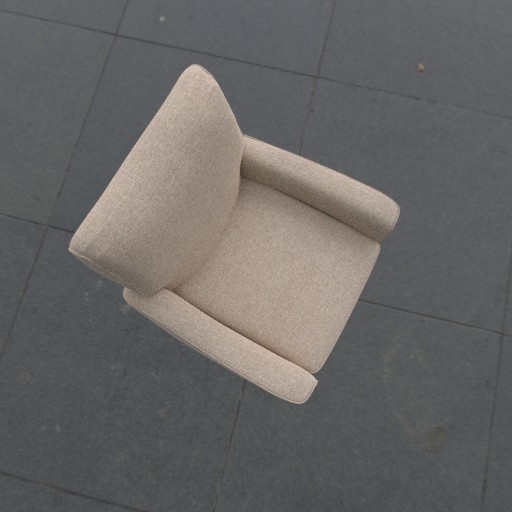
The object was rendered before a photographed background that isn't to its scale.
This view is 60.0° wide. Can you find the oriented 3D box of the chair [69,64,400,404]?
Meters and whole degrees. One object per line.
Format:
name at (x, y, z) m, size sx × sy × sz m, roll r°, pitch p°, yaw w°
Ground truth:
chair at (0.000, 0.000, 1.699) m, size 0.858 × 1.028 × 0.841 m, roll 28°, pitch 78°, yaw 6°
